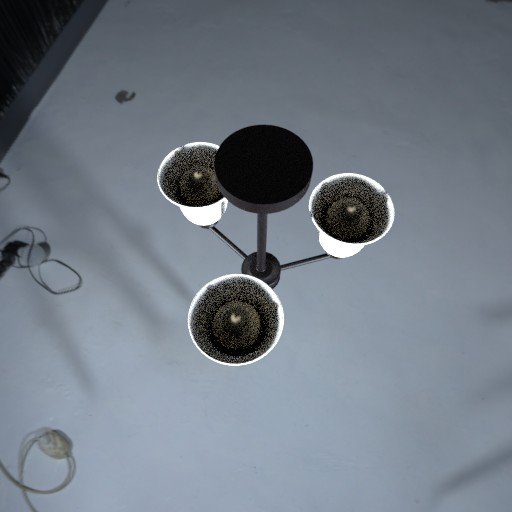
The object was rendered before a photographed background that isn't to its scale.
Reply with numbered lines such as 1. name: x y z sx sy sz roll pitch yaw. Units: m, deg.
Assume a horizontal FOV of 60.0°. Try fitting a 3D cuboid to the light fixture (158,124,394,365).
1. light fixture: 0.000 0.000 0.688 0.388 0.370 0.354 13 65 6
